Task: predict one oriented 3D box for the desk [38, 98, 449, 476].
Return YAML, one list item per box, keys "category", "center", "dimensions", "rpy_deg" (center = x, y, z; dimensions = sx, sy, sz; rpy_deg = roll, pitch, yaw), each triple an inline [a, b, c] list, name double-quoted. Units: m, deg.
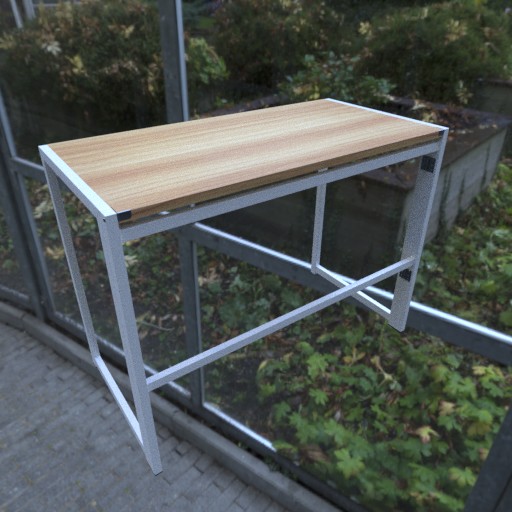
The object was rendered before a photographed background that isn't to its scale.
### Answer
- category: "desk"
  center: [0.000, 0.000, 1.405]
  dimensions: [1.016, 0.762, 0.508]
  rpy_deg: [-20, 36, -30]
